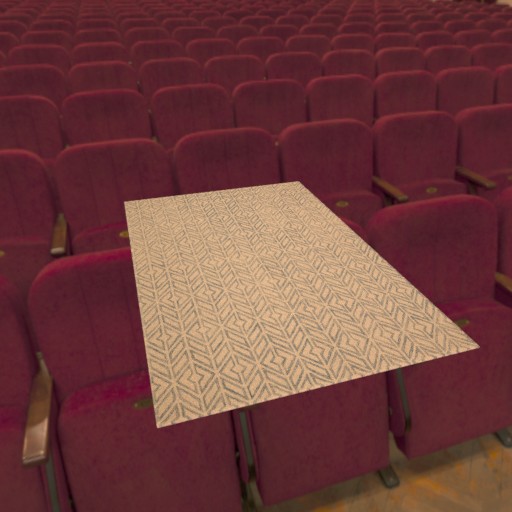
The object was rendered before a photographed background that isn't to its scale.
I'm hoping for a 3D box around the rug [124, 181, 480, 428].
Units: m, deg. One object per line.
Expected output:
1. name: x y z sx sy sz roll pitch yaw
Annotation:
1. rug: 0.000 0.000 2.287 1.220 0.008 1.824 -9 32 -15
